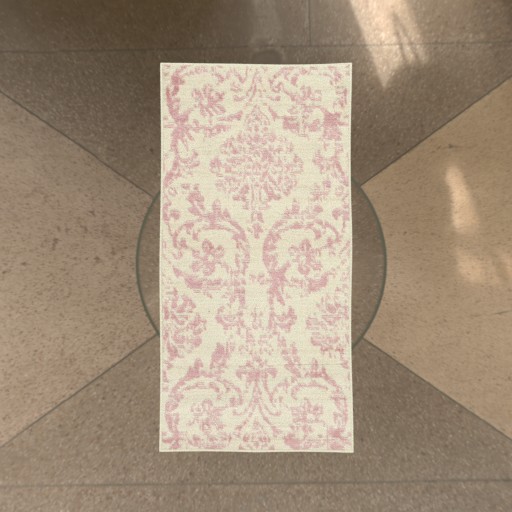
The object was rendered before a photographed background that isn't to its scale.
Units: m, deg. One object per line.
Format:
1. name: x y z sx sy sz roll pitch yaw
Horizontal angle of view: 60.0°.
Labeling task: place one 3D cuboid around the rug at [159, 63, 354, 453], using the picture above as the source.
1. rug: 0.000 0.000 1.385 0.604 0.007 1.219 0 89 1
